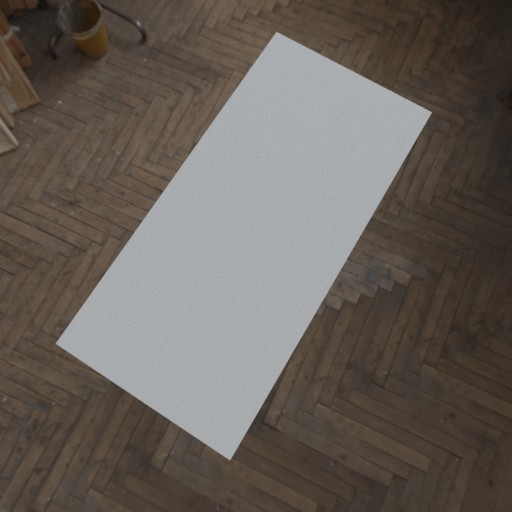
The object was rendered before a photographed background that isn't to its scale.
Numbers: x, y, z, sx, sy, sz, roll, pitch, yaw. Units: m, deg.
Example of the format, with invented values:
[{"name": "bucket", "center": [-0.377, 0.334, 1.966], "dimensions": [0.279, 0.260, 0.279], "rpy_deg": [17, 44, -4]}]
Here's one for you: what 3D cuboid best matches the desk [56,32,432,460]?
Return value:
[{"name": "desk", "center": [0.000, 0.000, 1.430], "dimensions": [0.491, 0.723, 0.979], "rpy_deg": [31, 78, 7]}]
